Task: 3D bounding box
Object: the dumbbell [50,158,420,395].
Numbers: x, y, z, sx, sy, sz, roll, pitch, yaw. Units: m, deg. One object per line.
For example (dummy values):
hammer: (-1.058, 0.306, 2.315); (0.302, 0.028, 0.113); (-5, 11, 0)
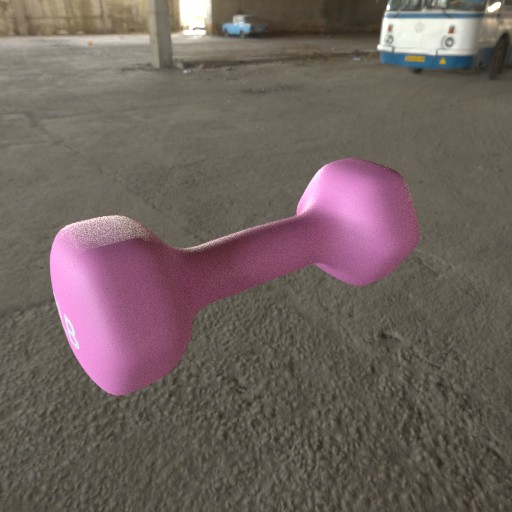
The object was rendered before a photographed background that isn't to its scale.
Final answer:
dumbbell: (0.000, 0.000, 0.189); (0.159, 0.058, 0.064); (-19, 34, -30)
